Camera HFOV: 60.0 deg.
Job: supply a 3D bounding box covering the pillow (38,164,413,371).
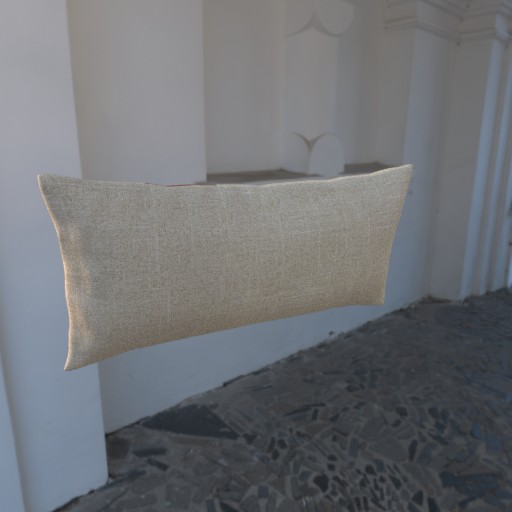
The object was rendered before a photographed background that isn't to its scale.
[{"bbox_3d":[0.000,0.000,0.720,0.612,0.282,0.155,-7,16,-27],"label":"pillow"}]
